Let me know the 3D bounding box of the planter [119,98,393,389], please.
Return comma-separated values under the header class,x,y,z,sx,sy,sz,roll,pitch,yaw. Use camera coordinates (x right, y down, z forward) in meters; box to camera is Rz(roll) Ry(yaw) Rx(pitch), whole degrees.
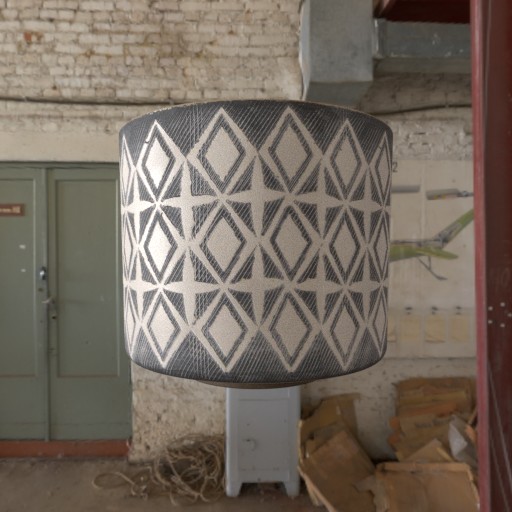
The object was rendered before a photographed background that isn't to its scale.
class,x,y,z,sx,sy,sz,roll,pitch,yaw
planter,0.000,0.000,0.326,0.192,0.165,0.192,0,0,0
